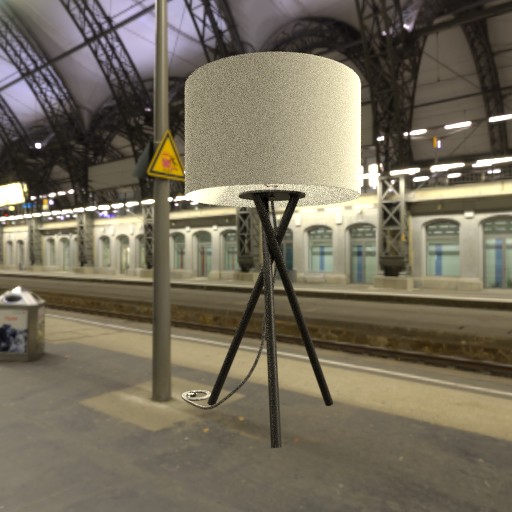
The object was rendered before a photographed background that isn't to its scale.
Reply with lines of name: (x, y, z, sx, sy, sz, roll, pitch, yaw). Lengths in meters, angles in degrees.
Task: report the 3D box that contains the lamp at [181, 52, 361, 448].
lamp: (0.000, 0.000, 0.918, 0.422, 0.674, 0.353, 0, 0, 17)
